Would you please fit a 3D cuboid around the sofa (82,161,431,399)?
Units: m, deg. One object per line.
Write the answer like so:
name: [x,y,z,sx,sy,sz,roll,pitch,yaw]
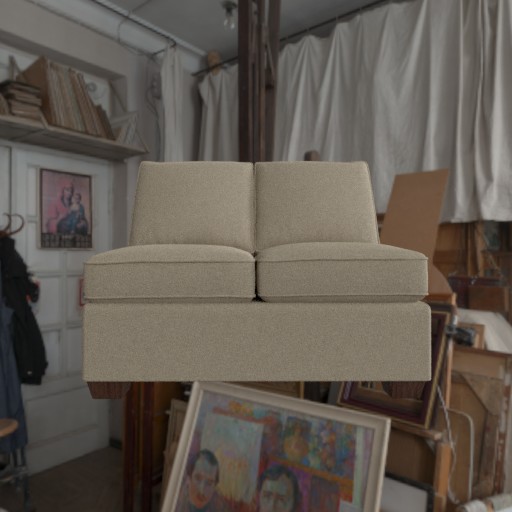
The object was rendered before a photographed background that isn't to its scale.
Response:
sofa: [0.000,0.000,1.988,1.237,1.008,0.951,0,0,0]
